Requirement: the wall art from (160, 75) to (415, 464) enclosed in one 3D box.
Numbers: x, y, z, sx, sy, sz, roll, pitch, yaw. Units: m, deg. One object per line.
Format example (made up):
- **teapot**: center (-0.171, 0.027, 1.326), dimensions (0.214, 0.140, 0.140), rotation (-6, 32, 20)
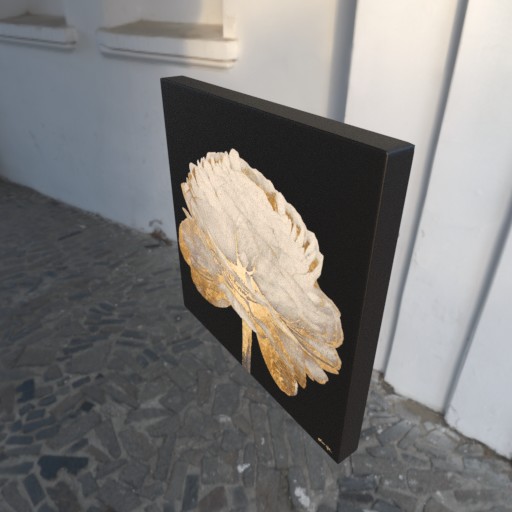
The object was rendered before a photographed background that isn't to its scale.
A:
- **wall art**: center (0.000, 0.000, 0.603), dimensions (0.041, 0.407, 0.406), rotation (-21, 37, -30)
